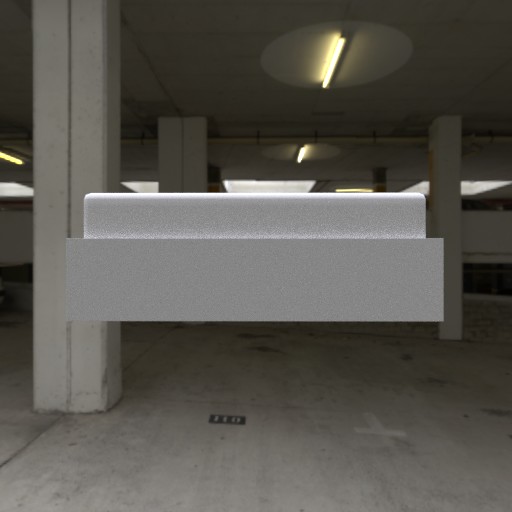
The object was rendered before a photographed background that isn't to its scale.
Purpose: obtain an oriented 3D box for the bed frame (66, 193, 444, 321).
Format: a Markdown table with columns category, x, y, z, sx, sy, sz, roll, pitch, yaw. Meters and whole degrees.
| category | x | y | z | sx | sy | sz | roll | pitch | yaw |
| --- | --- | --- | --- | --- | --- | --- | --- | --- | --- |
| bed frame | 0.000 | 0.000 | 2.669 | 1.445 | 0.497 | 1.945 | 0 | 0 | 0 |
